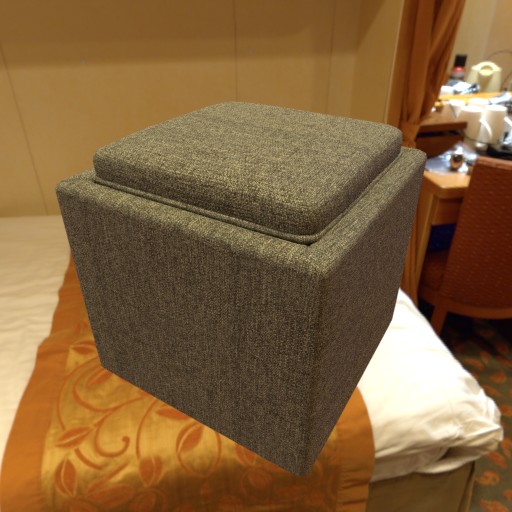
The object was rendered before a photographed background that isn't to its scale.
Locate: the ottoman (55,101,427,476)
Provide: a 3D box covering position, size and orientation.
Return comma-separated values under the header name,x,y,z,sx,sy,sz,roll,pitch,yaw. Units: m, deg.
name,x,y,z,sx,sy,sz,roll,pitch,yaw
ottoman,0.000,0.000,0.814,0.450,0.460,0.450,18,37,26
